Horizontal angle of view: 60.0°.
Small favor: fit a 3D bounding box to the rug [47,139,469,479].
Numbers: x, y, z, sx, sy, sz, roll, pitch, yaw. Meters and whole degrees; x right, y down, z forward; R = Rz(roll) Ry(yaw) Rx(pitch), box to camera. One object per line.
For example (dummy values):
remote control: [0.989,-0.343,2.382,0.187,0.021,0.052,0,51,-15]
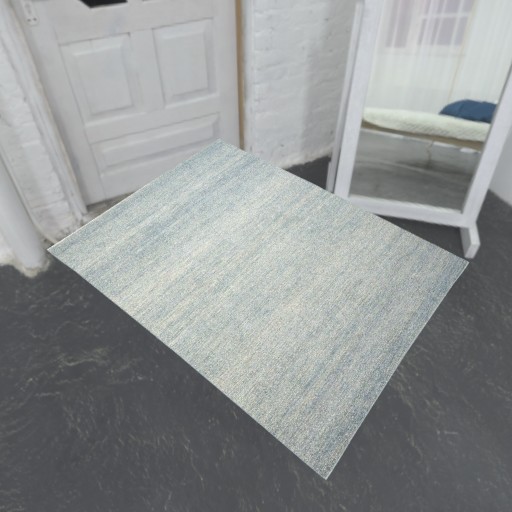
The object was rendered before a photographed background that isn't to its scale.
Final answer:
rug: [0.000,0.000,4.237,3.237,0.046,2.461,32,56,25]
